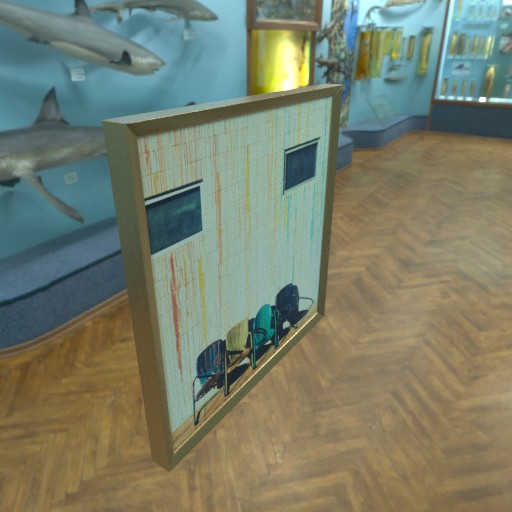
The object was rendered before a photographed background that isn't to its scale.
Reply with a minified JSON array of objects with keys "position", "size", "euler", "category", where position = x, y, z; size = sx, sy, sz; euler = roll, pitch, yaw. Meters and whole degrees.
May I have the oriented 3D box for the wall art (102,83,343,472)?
[{"position":[0.000,0.000,0.745],"size":[0.037,0.505,0.505],"euler":[17,31,31],"category":"wall art"}]
